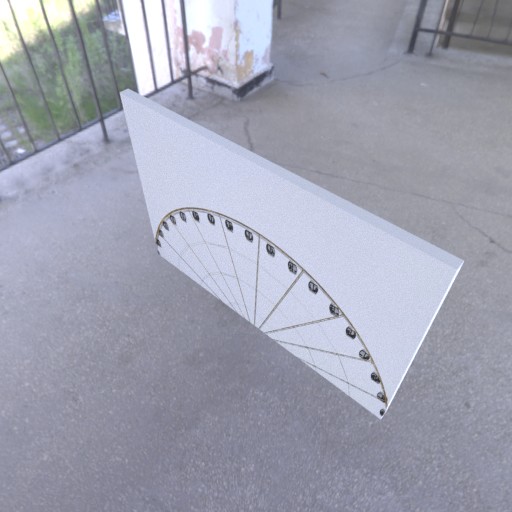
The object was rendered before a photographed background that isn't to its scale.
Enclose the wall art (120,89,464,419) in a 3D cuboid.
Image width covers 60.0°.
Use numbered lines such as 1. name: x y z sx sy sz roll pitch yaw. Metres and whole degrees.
1. wall art: 0.000 0.000 1.465 1.144 0.767 0.038 33 56 27
